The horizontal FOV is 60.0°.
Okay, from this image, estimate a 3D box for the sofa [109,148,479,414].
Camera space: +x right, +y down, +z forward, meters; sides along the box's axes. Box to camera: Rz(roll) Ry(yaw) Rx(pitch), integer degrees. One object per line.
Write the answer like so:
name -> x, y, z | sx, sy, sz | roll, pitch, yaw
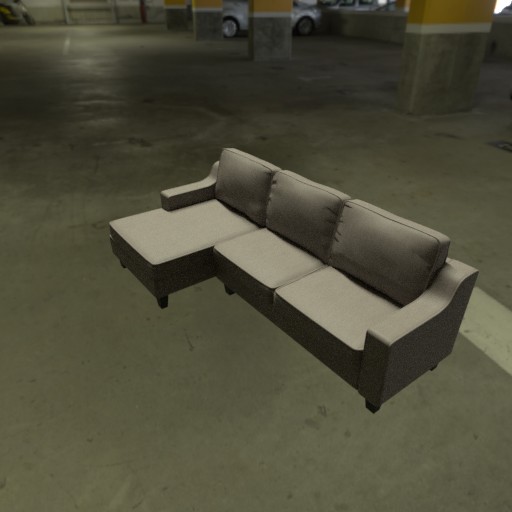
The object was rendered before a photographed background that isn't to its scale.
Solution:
sofa -> 0.000, 0.000, 3.222 | 1.294, 0.928, 2.561 | -21, 36, -31
